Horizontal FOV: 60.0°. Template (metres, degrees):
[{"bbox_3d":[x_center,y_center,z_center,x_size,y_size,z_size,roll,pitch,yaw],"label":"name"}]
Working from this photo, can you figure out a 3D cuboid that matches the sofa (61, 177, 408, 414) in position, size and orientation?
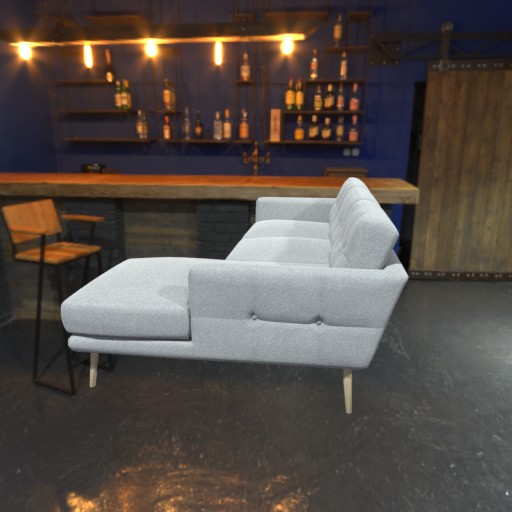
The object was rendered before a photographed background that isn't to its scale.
[{"bbox_3d":[0.000,0.000,2.866,1.530,0.860,2.040,2,16,8],"label":"sofa"}]
